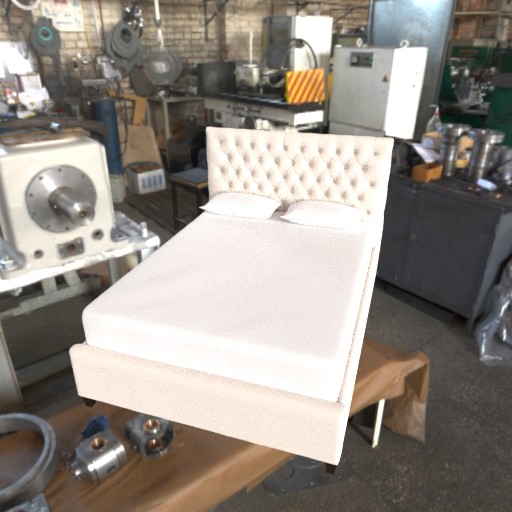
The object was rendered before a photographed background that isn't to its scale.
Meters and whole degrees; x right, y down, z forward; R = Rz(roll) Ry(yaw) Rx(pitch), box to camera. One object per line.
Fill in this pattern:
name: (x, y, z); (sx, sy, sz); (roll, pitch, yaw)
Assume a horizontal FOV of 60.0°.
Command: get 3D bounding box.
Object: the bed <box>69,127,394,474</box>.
bed: (0.000, 0.000, 3.281); (1.696, 1.426, 2.233); (8, 27, 16)
